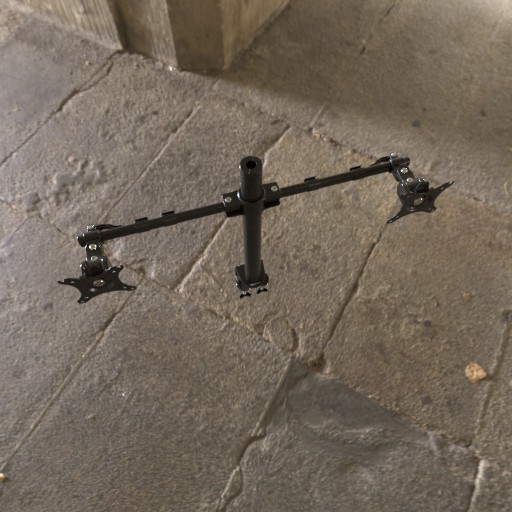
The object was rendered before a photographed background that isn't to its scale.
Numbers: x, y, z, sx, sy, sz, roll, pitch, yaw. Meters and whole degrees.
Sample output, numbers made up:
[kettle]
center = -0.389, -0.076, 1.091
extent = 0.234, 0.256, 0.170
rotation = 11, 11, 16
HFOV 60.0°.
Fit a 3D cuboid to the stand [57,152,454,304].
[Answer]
[stand]
center = 0.000, 0.000, 1.050
extent = 0.743, 0.603, 0.150
rotation = -15, 64, -7
